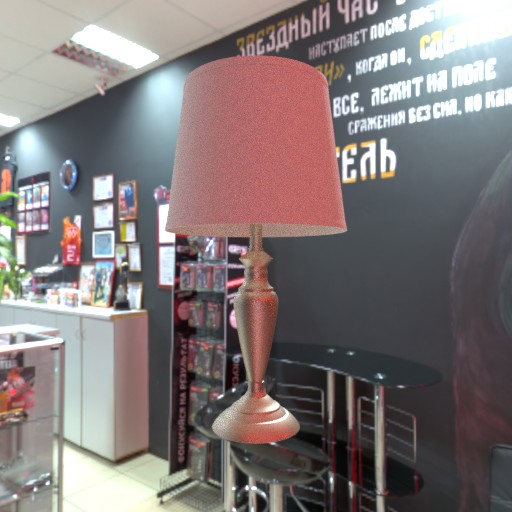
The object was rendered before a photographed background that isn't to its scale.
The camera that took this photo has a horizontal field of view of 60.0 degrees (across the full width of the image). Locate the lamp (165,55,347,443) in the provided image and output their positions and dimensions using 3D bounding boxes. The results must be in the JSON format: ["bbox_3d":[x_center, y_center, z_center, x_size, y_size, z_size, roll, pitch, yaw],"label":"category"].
[{"bbox_3d":[0.000,0.000,0.814,0.328,0.619,0.328,0,-1,0],"label":"lamp"}]
